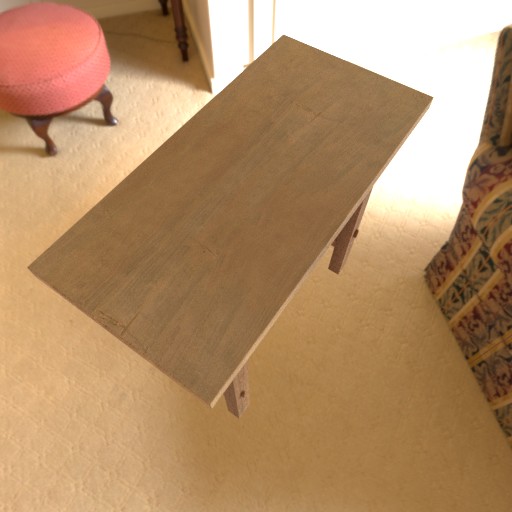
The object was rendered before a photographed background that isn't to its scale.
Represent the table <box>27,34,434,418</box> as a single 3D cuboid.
[{"bbox_3d":[0.000,0.000,1.605,0.556,0.914,1.119,31,64,17],"label":"table"}]
